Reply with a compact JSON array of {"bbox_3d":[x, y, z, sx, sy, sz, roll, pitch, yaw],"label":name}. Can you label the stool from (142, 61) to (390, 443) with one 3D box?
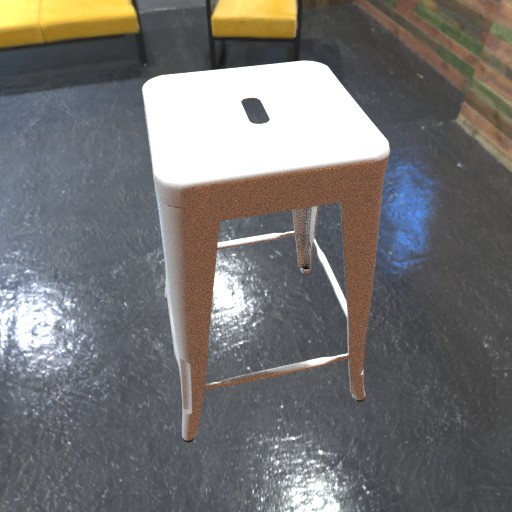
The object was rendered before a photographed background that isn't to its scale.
[{"bbox_3d":[0.000,0.000,0.860,0.406,0.610,0.406,-10,47,-9],"label":"stool"}]
